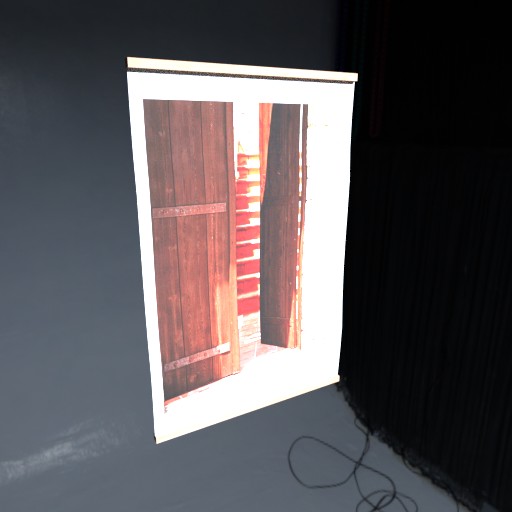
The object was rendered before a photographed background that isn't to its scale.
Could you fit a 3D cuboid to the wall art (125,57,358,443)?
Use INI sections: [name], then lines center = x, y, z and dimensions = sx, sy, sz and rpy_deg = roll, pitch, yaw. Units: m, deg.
[wall art]
center = 0.000, 0.000, 0.644
dimensions = 0.332, 0.508, 0.012
rpy_deg = -9, 19, -28
